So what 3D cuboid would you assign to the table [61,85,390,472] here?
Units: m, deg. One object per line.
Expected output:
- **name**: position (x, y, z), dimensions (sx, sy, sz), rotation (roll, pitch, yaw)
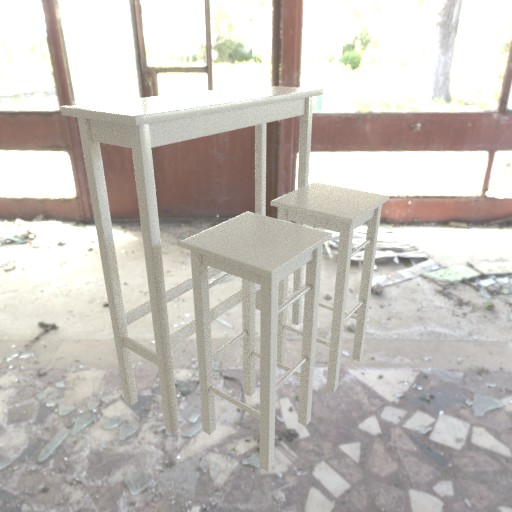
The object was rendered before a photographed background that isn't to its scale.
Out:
- **table**: position (0.000, 0.000, 1.591), dimensions (0.650, 1.065, 0.915), rotation (18, 31, 33)
